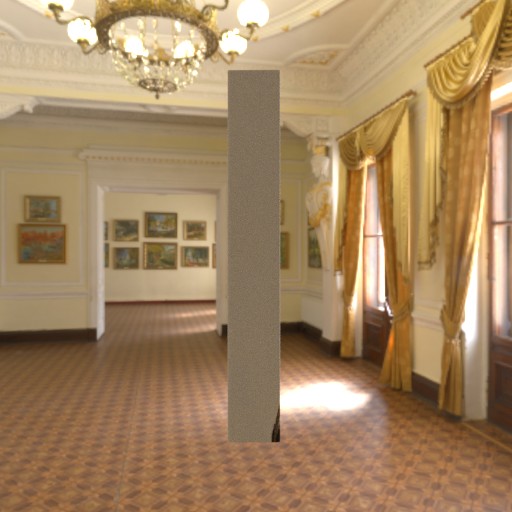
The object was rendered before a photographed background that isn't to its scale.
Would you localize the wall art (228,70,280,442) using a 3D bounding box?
[{"bbox_3d":[0.000,0.000,0.494,0.039,0.254,0.384,0,0,1],"label":"wall art"}]
